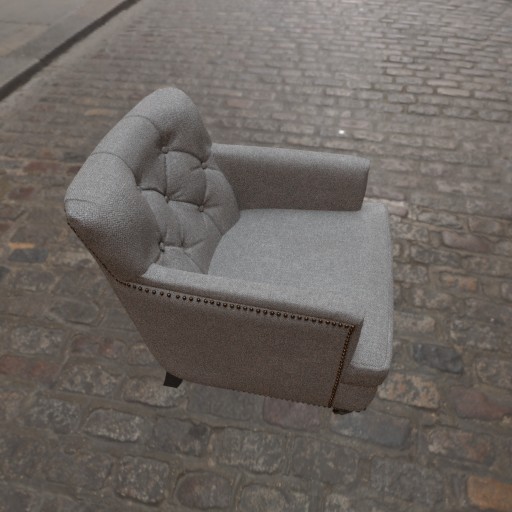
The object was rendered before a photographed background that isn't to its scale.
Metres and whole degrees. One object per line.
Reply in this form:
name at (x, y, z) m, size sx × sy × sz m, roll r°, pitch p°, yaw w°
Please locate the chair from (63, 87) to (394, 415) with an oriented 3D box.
chair at (0.000, 0.000, 1.483) m, size 0.902 × 0.823 × 0.737 m, roll 8°, pitch 45°, yaw 8°
